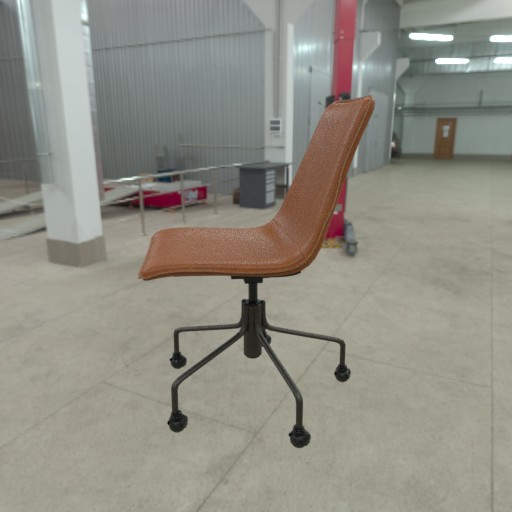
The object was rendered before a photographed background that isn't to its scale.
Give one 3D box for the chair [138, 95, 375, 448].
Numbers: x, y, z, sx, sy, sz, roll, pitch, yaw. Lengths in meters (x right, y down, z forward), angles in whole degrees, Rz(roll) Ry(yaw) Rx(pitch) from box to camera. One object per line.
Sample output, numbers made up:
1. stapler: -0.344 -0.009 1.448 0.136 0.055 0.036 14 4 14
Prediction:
1. chair: 0.000 0.000 1.359 0.660 0.920 0.651 -2 16 -8
